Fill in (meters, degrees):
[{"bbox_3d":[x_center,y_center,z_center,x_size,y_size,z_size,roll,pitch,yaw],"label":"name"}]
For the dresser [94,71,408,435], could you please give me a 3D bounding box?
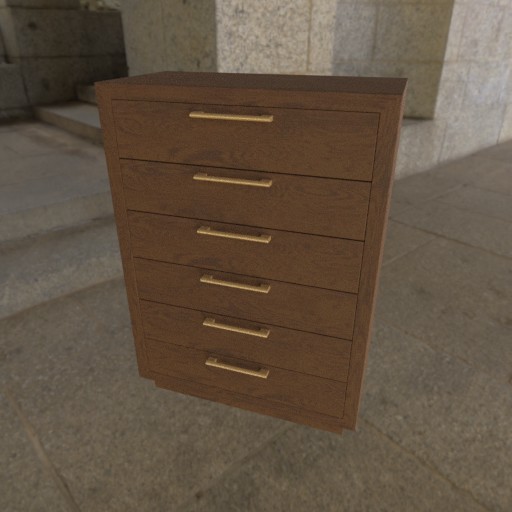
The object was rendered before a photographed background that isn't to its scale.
[{"bbox_3d":[0.000,0.000,1.787,0.964,1.320,0.516,9,28,17],"label":"dresser"}]
